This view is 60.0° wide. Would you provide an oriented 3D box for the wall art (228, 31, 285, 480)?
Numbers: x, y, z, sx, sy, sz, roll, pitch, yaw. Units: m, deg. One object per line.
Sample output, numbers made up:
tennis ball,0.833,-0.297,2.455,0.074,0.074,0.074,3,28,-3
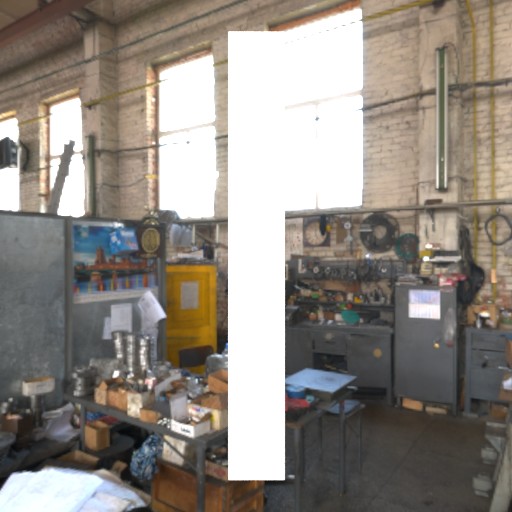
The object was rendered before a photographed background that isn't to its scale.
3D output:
wall art,0.000,0.000,0.450,0.038,0.302,0.305,0,0,0
